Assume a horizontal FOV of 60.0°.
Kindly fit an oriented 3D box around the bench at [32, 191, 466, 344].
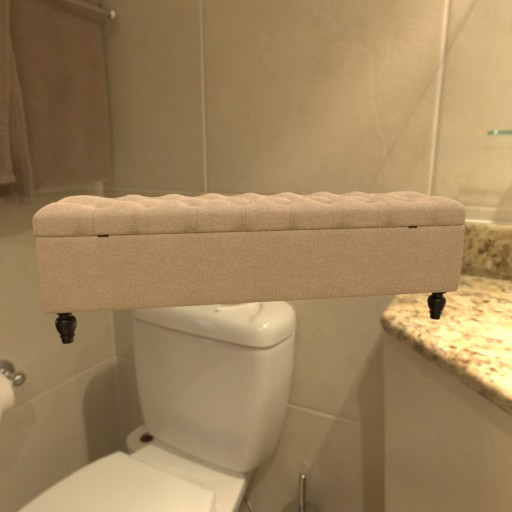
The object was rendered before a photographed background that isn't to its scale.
[{"bbox_3d":[0.000,0.000,1.730,1.480,0.467,0.455,-2,13,-9],"label":"bench"}]
